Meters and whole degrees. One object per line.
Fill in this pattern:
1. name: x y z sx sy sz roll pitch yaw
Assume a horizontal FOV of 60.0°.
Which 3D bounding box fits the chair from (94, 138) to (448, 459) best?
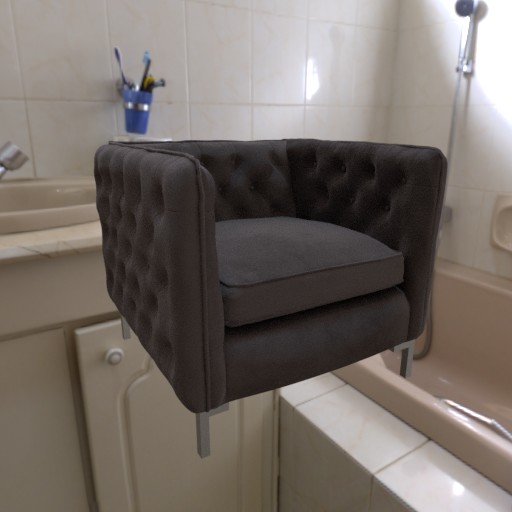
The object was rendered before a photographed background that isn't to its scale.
1. chair: 0.000 0.000 1.626 0.946 0.807 0.913 -10 19 -29
